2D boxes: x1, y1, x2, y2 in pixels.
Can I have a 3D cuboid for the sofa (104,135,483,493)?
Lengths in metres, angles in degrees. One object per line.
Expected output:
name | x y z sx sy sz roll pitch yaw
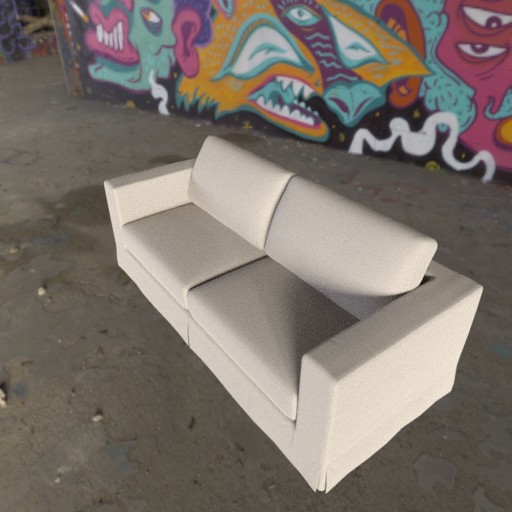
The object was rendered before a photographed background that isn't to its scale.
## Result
sofa | 0.000 0.000 2.549 0.954 0.881 2.163 -22 39 -30
